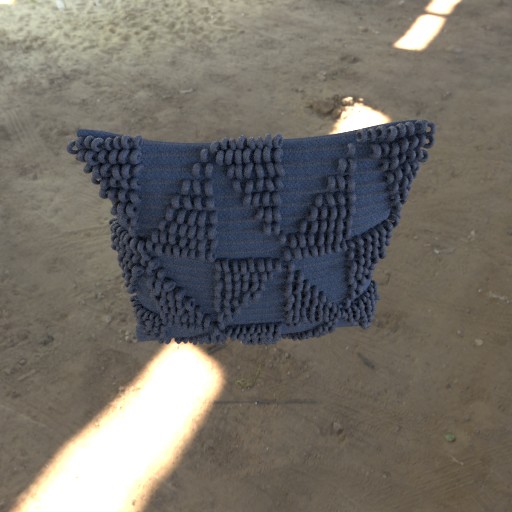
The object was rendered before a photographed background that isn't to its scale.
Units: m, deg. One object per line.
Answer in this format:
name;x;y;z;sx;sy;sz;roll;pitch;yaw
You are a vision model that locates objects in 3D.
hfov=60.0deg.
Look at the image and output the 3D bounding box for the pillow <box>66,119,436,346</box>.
pillow;0.000;0.000;0.717;0.469;0.466;0.172;-3;47;-3
